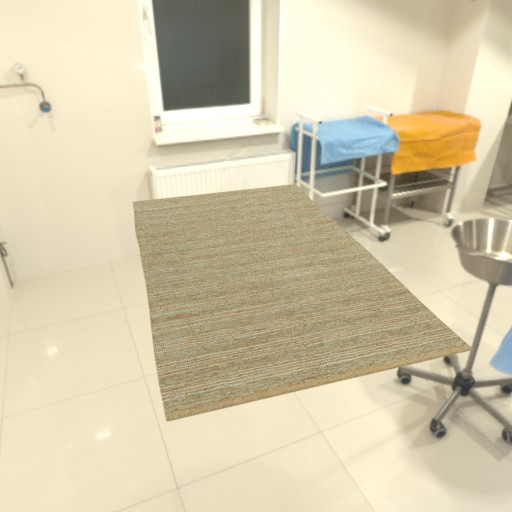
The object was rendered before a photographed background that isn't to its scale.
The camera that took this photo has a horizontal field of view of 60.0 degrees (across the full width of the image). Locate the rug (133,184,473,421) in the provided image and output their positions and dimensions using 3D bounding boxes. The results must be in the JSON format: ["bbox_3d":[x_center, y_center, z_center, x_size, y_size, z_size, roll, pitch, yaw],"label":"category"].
[{"bbox_3d":[0.000,0.000,3.044,1.540,0.012,2.448,-8,31,-15],"label":"rug"}]
